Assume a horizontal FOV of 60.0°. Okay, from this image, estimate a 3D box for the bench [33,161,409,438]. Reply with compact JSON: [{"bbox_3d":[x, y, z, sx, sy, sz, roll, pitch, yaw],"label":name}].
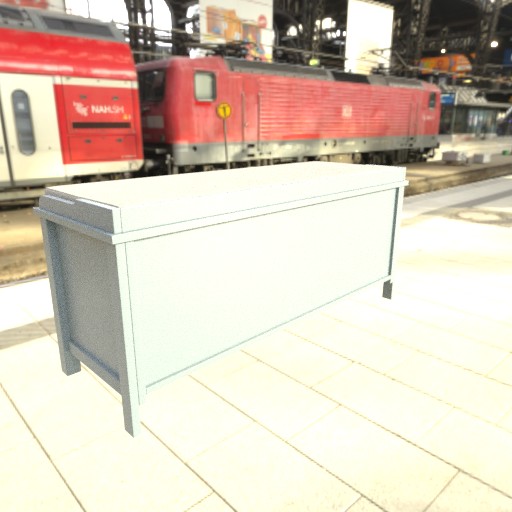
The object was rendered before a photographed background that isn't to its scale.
[{"bbox_3d":[0.000,0.000,1.389,1.140,0.501,0.398,-16,23,-42],"label":"bench"}]
